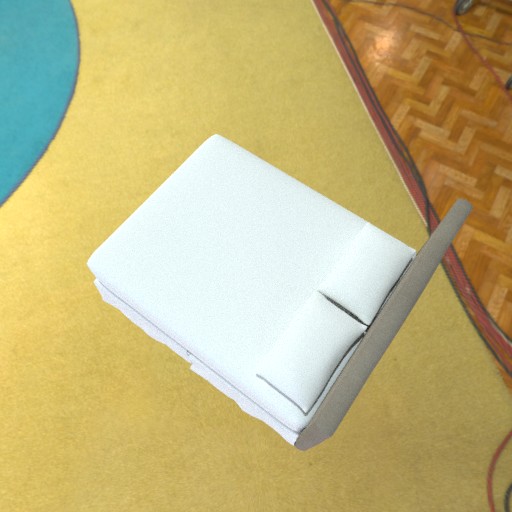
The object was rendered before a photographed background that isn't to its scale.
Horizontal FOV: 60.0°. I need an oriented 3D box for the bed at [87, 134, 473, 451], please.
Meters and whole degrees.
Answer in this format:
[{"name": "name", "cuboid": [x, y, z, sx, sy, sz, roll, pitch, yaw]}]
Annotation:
[{"name": "bed", "cuboid": [0.000, 0.000, 3.287, 2.128, 1.441, 1.744, 34, 69, 15]}]
